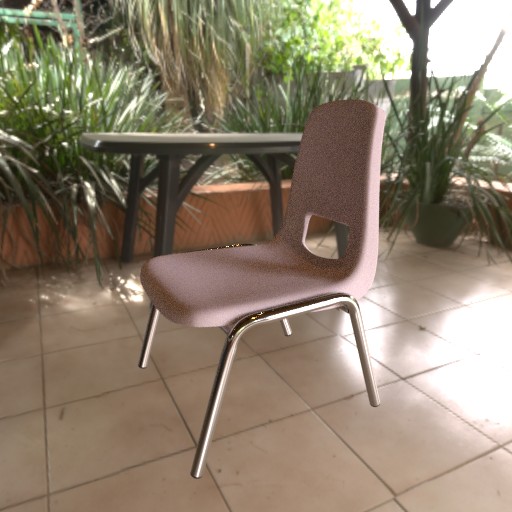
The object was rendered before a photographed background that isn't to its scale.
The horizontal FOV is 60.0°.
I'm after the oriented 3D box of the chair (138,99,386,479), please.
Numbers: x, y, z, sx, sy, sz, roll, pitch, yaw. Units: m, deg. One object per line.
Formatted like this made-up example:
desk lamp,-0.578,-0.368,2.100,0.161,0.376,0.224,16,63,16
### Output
chair,0.000,0.000,0.796,0.385,0.536,0.354,-9,19,-26
